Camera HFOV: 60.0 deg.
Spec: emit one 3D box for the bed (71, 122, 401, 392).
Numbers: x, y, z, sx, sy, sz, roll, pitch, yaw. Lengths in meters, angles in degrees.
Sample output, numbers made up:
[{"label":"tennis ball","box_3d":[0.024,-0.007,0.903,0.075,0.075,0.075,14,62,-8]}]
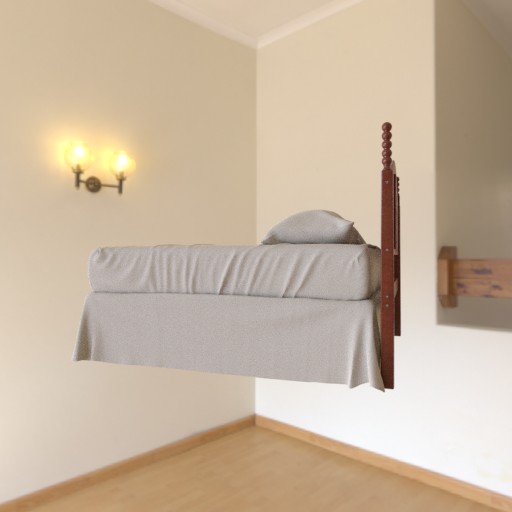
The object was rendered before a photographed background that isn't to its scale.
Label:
[{"label":"bed","box_3d":[0.000,0.000,3.330,2.040,1.356,1.873,0,0,19]}]
